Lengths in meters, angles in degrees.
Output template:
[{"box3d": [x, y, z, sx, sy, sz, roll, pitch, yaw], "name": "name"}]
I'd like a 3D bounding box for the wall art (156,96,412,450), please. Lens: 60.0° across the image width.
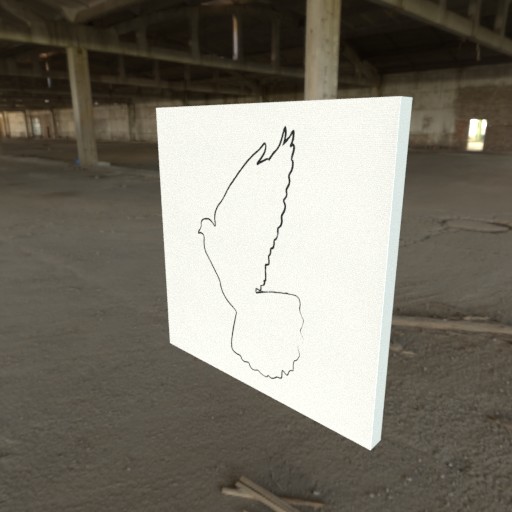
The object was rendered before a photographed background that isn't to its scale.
[{"box3d": [0.000, 0.000, 0.938, 0.610, 0.610, 0.038, 15, 22, 41], "name": "wall art"}]
